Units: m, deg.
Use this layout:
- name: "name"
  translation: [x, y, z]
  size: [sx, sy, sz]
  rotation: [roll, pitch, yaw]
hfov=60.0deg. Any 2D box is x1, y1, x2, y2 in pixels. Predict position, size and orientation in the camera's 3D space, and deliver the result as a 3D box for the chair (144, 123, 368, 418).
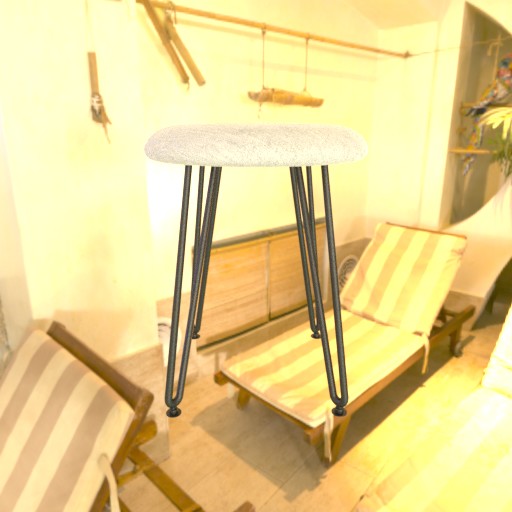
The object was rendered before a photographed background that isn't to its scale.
- name: "chair"
  translation: [0.000, 0.000, 0.672]
  size: [0.350, 0.386, 0.350]
  rotation: [16, 23, 42]
